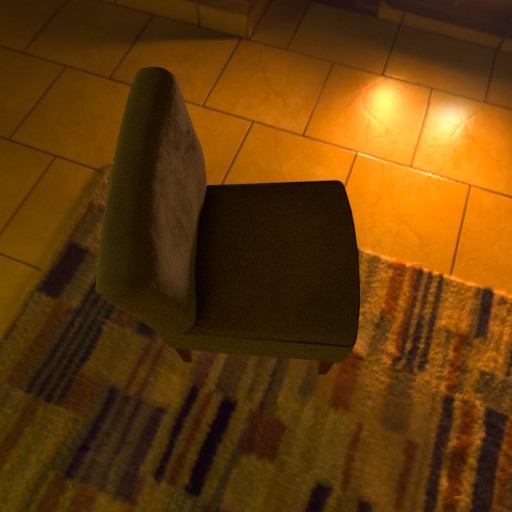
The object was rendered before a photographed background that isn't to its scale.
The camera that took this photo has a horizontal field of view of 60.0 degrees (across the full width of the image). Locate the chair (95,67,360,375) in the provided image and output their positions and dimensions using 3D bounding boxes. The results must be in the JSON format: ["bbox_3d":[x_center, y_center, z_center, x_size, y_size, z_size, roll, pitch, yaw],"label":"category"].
[{"bbox_3d":[0.000,0.000,1.194,0.554,0.806,0.521,1,65,0],"label":"chair"}]
